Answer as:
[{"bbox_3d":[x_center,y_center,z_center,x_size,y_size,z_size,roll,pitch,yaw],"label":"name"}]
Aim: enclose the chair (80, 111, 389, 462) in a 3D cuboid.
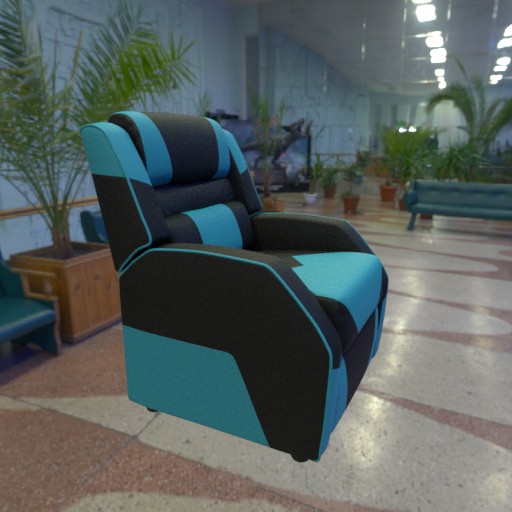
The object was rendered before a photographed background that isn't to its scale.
[{"bbox_3d":[0.000,0.000,1.288,0.672,0.805,0.620,7,16,26],"label":"chair"}]
